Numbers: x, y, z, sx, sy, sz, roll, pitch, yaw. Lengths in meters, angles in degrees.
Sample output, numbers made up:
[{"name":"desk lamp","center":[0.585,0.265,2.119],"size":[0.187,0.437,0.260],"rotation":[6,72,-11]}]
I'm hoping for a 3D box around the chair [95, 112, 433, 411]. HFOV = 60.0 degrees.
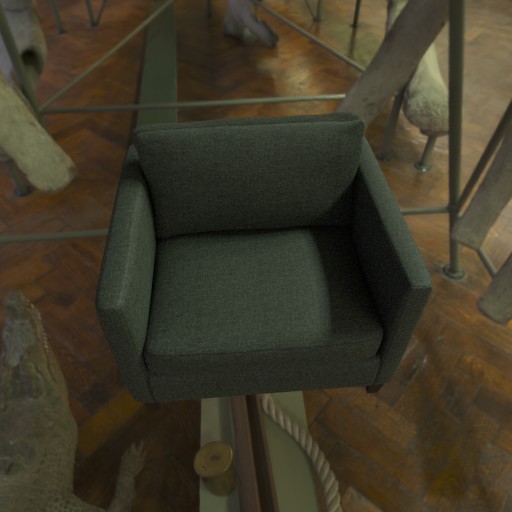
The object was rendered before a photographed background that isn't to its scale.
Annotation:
[{"name":"chair","center":[0.000,0.000,1.877],"size":[1.107,0.963,0.959],"rotation":[-3,46,-3]}]
